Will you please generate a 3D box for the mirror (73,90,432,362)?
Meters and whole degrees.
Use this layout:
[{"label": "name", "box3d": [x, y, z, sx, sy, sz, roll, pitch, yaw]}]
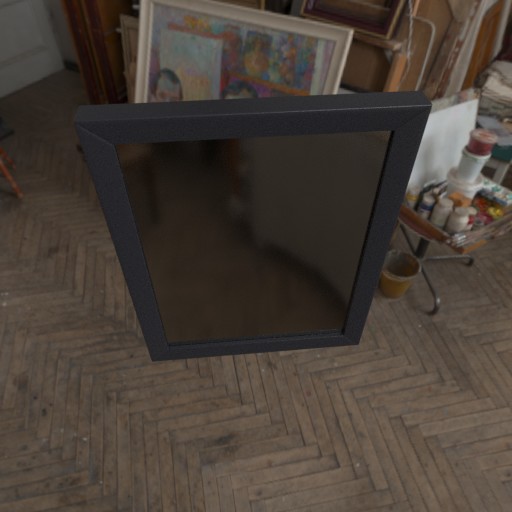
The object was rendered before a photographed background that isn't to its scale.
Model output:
[{"label": "mirror", "box3d": [0.000, 0.000, 0.695, 0.405, 0.508, 0.041, -4, 46, -4]}]
